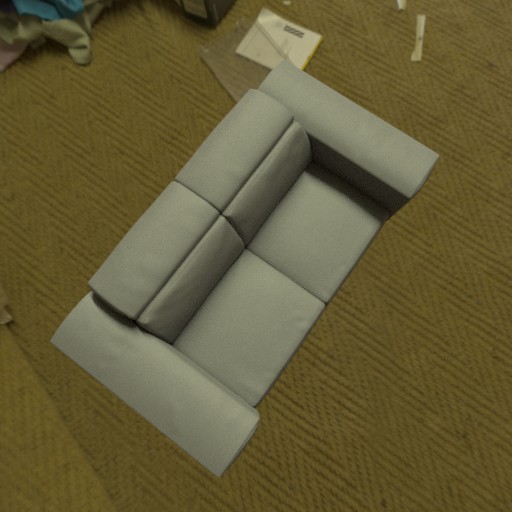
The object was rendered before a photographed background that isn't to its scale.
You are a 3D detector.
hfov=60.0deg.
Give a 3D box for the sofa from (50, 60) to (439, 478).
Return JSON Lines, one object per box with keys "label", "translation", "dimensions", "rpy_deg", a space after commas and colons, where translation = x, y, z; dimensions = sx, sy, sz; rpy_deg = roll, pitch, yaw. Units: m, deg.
{"label": "sofa", "translation": [0.000, 0.000, 2.365], "dimensions": [1.003, 0.779, 1.895], "rpy_deg": [35, 78, 9]}
